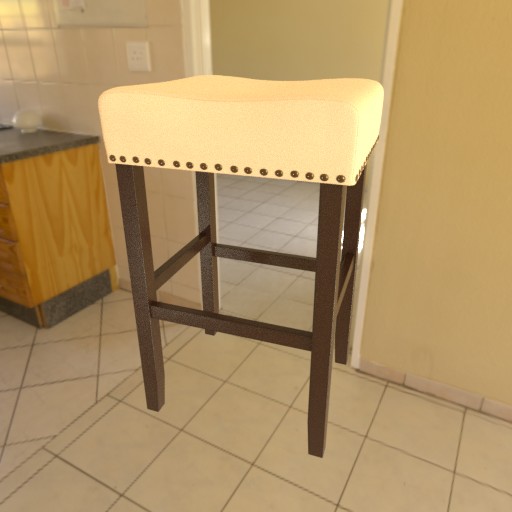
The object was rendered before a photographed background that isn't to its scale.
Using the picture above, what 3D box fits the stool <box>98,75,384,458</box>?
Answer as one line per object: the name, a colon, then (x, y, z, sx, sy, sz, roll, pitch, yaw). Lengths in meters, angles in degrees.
stool: (0.000, 0.000, 1.040, 0.471, 0.762, 0.401, 9, 27, 17)
